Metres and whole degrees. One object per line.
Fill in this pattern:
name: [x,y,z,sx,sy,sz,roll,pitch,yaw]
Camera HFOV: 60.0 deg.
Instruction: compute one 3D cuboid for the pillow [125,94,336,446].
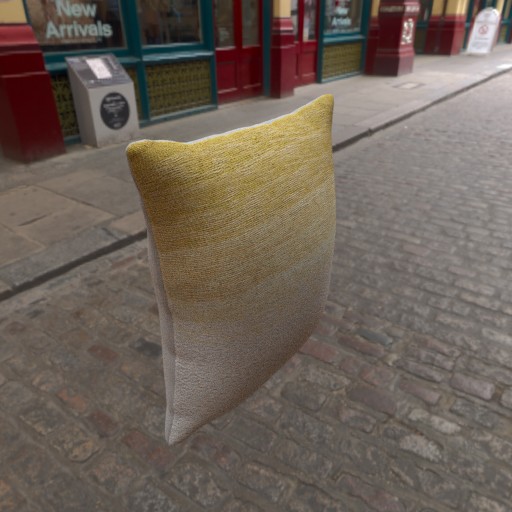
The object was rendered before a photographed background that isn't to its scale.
pillow: [0.000,0.000,0.713,0.211,0.450,0.450,19,33,31]
